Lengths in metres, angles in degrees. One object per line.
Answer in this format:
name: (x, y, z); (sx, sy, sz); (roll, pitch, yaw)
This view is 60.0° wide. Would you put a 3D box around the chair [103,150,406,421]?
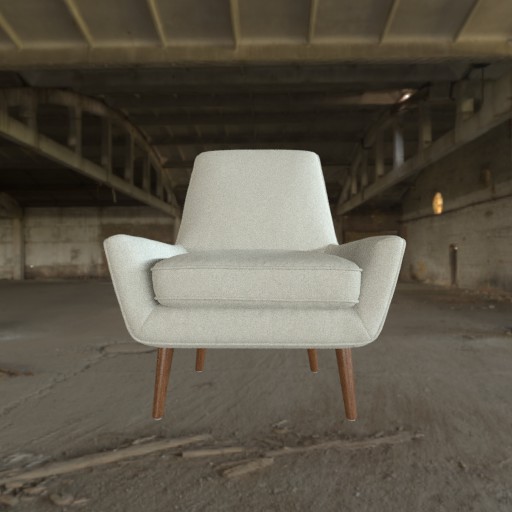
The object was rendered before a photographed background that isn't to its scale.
chair: (0.000, 0.000, 1.527); (0.787, 0.888, 0.822); (0, 0, 1)
